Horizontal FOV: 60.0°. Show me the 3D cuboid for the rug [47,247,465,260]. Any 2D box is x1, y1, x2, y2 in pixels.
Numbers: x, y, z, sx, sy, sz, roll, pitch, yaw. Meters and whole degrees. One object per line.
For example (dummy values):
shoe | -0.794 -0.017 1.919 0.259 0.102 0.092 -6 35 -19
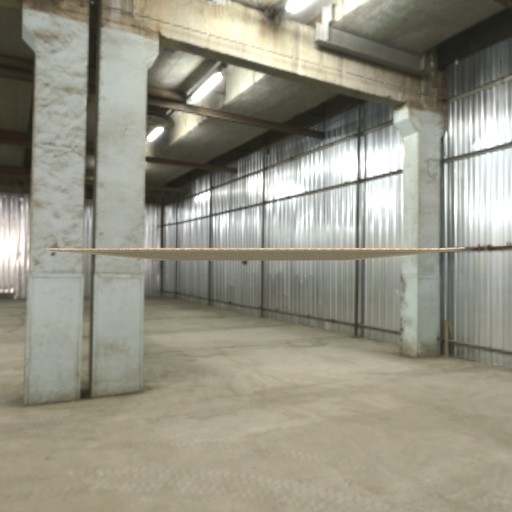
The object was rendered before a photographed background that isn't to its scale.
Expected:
rug | 0.000 0.000 3.844 2.277 0.035 2.897 0 -2 0
